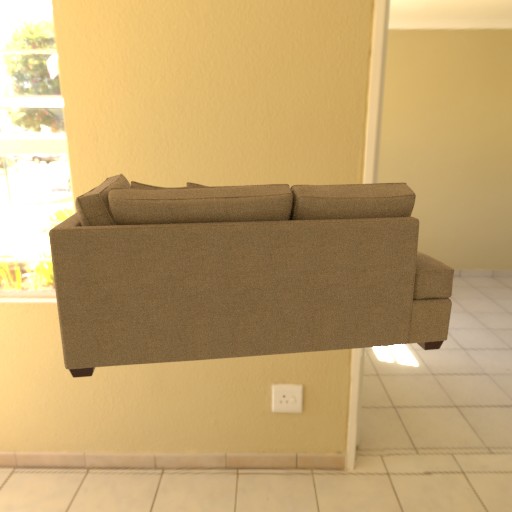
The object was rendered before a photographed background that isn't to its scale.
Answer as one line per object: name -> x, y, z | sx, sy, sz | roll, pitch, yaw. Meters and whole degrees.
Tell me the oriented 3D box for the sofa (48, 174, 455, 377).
sofa -> 0.000, 0.000, 2.925 | 2.238, 1.019, 1.110 | -2, 15, -9
